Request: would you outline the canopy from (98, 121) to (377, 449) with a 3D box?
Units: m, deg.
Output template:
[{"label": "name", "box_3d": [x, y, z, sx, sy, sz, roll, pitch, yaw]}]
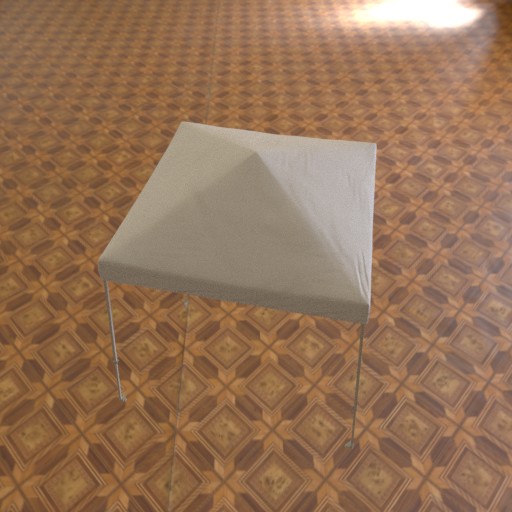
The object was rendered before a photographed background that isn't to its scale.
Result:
[{"label": "canopy", "box_3d": [0.000, 0.000, 6.503, 3.599, 3.600, 3.600, 9, 48, 8]}]
